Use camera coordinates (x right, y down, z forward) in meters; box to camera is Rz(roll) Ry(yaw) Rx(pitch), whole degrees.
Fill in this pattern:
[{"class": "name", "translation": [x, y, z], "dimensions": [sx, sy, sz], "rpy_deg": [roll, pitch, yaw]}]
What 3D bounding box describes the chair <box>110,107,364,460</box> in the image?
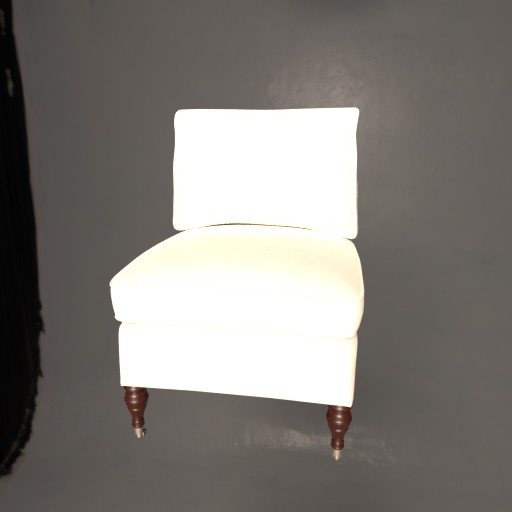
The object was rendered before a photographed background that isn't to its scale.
[{"class": "chair", "translation": [0.000, 0.000, 1.368], "dimensions": [0.630, 0.887, 0.781], "rpy_deg": [2, 15, 9]}]
